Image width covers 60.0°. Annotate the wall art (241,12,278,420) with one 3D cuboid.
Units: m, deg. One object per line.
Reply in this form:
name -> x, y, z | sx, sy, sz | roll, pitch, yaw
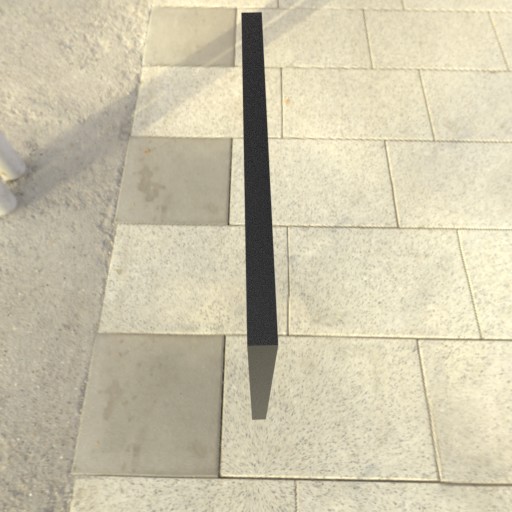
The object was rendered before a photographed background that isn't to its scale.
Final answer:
wall art -> 0.000, 0.000, 0.745 | 0.028, 0.557, 0.457 | -1, 63, -1
